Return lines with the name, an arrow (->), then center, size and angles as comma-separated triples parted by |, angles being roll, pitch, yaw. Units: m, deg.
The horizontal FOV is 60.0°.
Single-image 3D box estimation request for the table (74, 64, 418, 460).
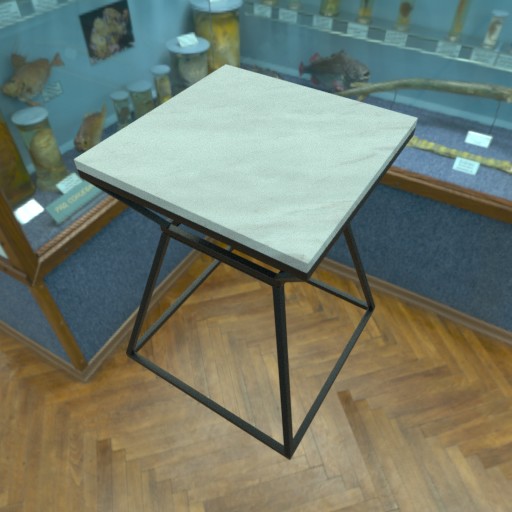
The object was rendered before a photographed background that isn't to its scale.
table -> 0.000, 0.000, 0.922 | 0.455, 0.559, 0.455 | 25, 51, 22
